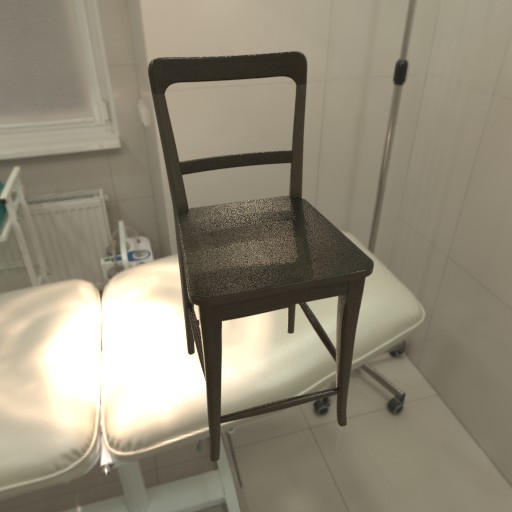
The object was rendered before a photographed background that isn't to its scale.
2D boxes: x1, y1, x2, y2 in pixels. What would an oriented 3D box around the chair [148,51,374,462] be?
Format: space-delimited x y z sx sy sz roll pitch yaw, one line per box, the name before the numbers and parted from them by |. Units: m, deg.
chair | 0.000 0.000 1.263 0.450 0.991 0.546 -9 34 -14
